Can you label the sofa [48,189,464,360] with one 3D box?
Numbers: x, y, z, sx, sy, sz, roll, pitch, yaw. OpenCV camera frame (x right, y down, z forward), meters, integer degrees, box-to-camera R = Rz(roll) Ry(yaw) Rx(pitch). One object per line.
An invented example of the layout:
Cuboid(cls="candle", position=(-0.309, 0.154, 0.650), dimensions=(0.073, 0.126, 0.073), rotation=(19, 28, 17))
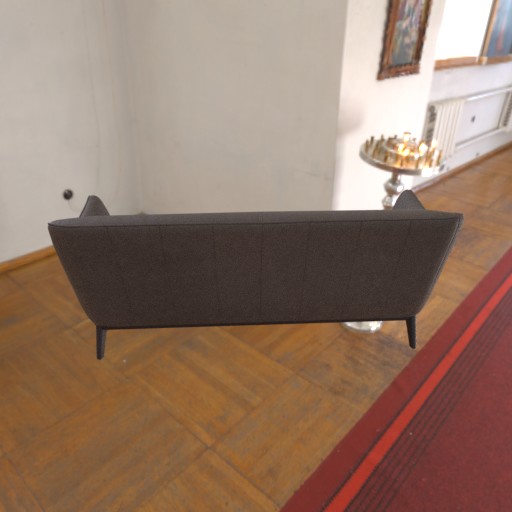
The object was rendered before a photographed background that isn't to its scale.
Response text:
Cuboid(cls="sofa", position=(0.000, 0.000, 2.392), dimensions=(1.928, 0.831, 0.869), rotation=(-1, 30, -3))
